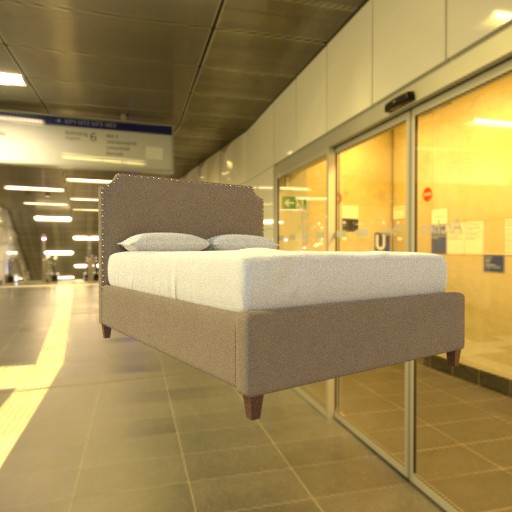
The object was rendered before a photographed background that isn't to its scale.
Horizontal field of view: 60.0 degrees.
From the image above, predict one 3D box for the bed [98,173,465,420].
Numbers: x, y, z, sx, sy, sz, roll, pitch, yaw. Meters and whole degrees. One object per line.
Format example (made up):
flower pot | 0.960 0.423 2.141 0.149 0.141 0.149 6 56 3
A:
bed | 0.000 0.000 3.333 1.703 1.415 2.329 -1 1 -35
